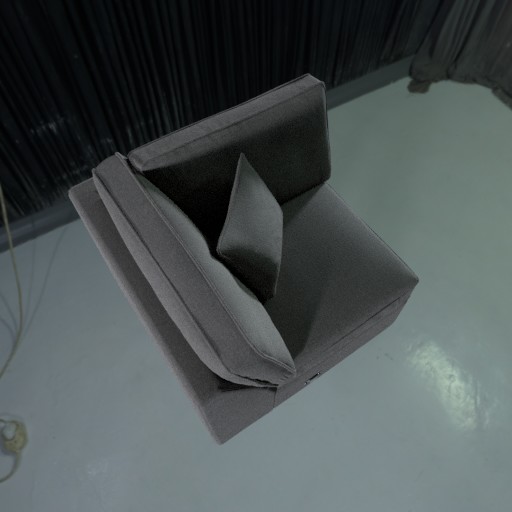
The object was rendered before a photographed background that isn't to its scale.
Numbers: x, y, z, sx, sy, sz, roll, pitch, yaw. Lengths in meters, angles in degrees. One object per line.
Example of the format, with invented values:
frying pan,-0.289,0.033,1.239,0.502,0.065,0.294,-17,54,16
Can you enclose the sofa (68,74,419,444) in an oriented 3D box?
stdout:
sofa,0.000,0.000,2.011,1.146,1.002,1.084,-30,63,-17
